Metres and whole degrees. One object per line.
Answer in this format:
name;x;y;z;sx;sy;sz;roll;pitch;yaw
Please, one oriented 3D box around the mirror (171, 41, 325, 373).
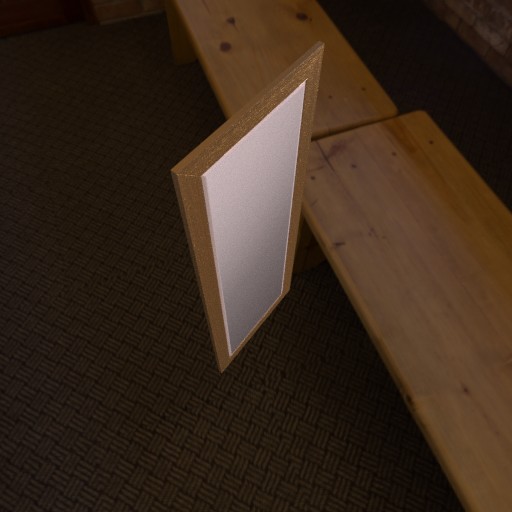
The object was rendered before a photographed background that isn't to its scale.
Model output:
mirror;0.000;0.000;2.364;0.025;2.031;0.812;33;64;18
